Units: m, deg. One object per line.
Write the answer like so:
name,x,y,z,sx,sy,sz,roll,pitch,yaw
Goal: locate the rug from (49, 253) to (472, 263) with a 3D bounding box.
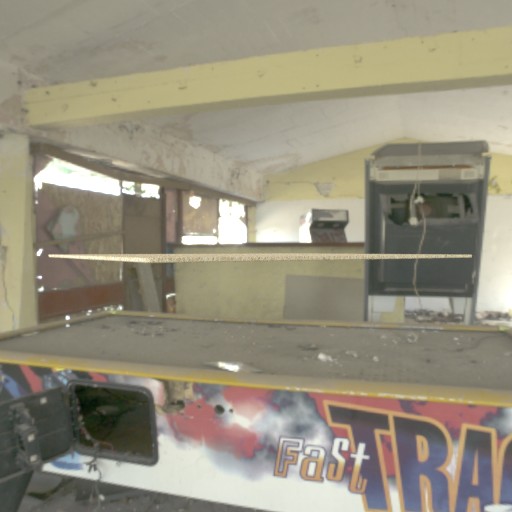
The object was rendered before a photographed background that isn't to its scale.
rug,0.000,0.000,3.980,3.001,0.025,2.401,0,1,-36
